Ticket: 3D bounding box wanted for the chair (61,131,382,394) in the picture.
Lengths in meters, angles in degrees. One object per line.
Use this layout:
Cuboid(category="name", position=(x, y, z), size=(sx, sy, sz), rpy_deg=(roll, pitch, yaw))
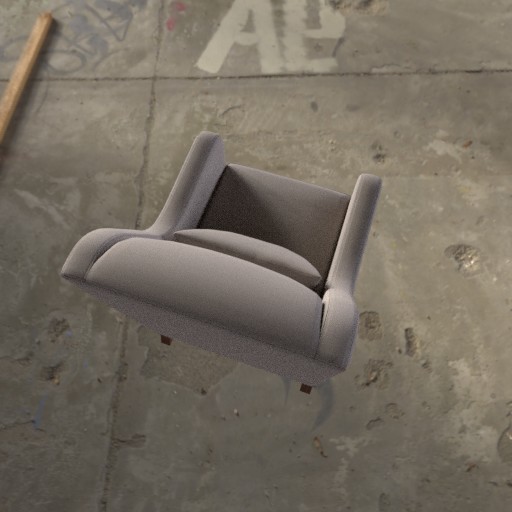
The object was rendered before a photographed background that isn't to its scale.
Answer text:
Cuboid(category="chair", position=(0.000, 0.000, 1.600), size=(0.715, 1.010, 0.863), rpy_deg=(17, 64, 9))
